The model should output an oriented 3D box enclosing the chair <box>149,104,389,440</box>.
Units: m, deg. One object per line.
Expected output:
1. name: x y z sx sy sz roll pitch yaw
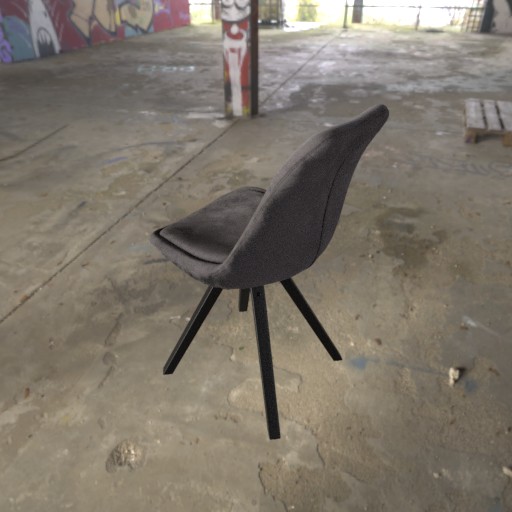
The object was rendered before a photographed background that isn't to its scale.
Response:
1. chair: 0.000 0.000 1.238 0.550 0.850 0.476 22 38 30
